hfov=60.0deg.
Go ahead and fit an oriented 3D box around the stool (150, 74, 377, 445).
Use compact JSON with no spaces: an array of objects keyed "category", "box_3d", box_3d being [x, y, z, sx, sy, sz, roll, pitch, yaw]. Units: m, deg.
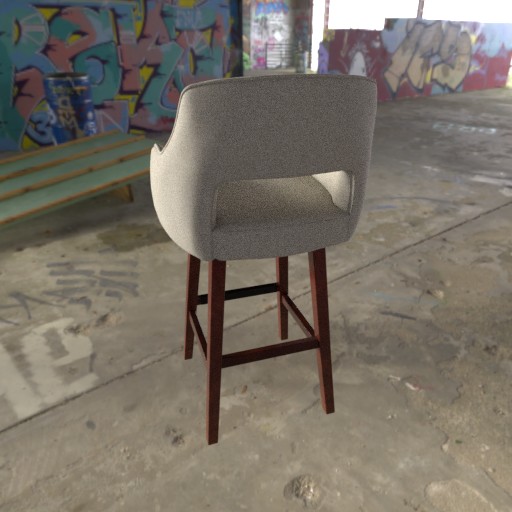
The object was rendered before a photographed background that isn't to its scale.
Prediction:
[{"category":"stool","box_3d":[0.000,0.000,1.323,0.550,1.041,0.560,-8,27,-16]}]
